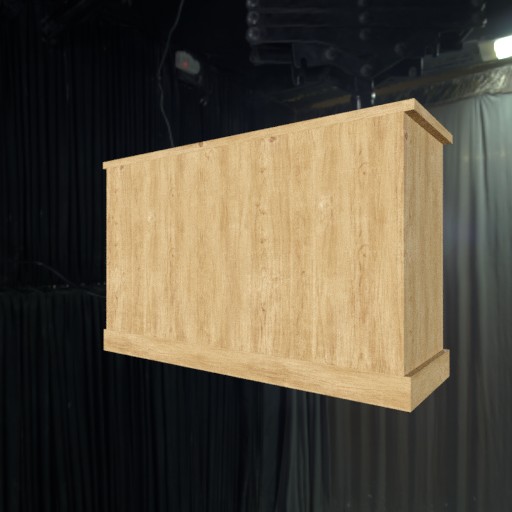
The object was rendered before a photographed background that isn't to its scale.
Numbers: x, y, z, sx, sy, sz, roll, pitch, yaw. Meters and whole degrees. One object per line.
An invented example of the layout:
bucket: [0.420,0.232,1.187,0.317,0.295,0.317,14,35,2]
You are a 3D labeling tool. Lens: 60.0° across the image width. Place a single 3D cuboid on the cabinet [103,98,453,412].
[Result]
cabinet: [0.000,0.000,1.704,1.321,0.810,0.432,0,0,36]
